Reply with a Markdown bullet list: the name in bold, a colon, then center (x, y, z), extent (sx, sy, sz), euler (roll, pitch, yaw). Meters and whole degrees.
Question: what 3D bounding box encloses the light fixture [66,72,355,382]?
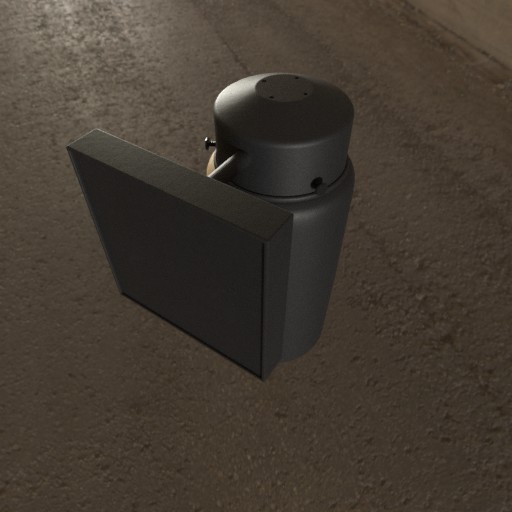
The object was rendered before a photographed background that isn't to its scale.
- **light fixture**: center (0.000, 0.000, 0.357), extent (0.130, 0.257, 0.176), euler (26, 53, 22)
